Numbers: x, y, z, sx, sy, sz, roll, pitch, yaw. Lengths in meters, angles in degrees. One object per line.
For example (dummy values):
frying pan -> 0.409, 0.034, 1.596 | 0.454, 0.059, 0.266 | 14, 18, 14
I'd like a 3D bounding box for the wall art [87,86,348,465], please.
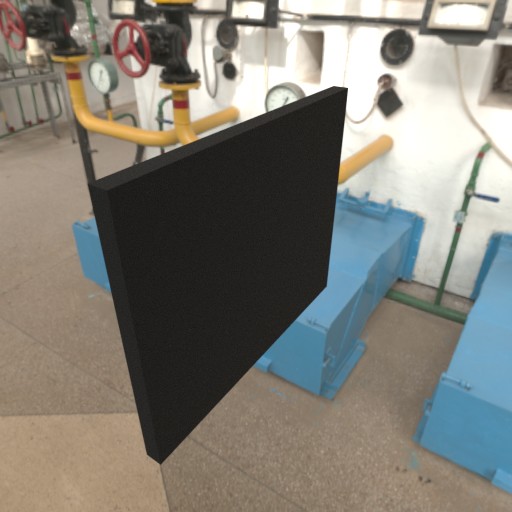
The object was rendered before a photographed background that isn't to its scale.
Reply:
wall art -> 0.000, 0.000, 0.758 | 0.031, 0.457, 0.558 | 20, 38, 29
